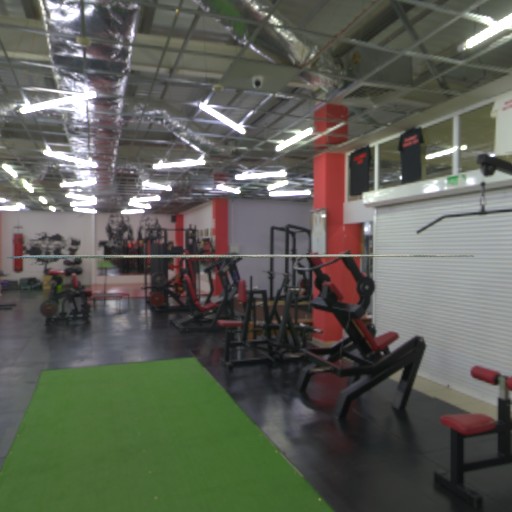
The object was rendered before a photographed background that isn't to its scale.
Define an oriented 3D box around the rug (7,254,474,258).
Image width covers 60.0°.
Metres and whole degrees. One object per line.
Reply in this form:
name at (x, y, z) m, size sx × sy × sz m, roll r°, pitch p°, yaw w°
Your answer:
rug at (0.000, 0.000, 2.586) m, size 2.437 × 0.008 × 0.774 m, roll 0°, pitch 1°, yaw -18°
